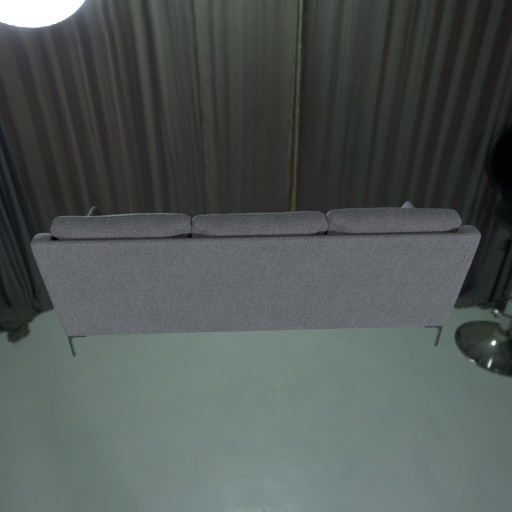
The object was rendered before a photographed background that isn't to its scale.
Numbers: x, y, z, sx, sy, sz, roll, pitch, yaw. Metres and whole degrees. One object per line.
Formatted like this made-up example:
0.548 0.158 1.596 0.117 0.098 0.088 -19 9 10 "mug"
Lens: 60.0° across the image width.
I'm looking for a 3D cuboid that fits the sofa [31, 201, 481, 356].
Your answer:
0.000 0.000 2.513 2.060 0.837 0.849 -1 30 -2 "sofa"
